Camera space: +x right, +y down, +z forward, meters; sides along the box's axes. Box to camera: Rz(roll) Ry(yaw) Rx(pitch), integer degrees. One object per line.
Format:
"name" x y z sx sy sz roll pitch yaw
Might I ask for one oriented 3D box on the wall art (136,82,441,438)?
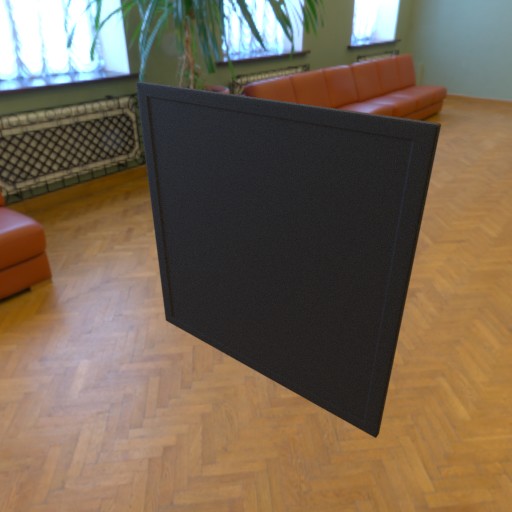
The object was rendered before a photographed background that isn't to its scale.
"wall art" 0.000 0.000 0.821 0.562 0.558 0.012 21 35 33
